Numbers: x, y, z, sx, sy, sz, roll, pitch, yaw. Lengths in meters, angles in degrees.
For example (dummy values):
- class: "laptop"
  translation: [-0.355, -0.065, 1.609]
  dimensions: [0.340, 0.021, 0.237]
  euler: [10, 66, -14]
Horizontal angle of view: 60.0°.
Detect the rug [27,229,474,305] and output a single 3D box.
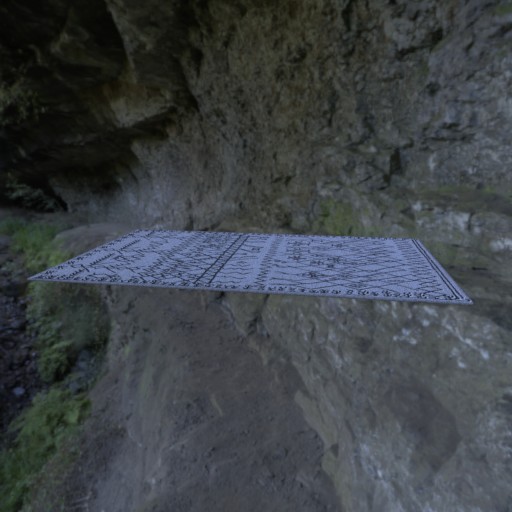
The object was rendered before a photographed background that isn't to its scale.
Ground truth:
- class: "rug"
  translation: [0.000, 0.000, 3.108]
  dimensions: [2.444, 0.012, 1.526]
  euler: [2, 15, 9]
